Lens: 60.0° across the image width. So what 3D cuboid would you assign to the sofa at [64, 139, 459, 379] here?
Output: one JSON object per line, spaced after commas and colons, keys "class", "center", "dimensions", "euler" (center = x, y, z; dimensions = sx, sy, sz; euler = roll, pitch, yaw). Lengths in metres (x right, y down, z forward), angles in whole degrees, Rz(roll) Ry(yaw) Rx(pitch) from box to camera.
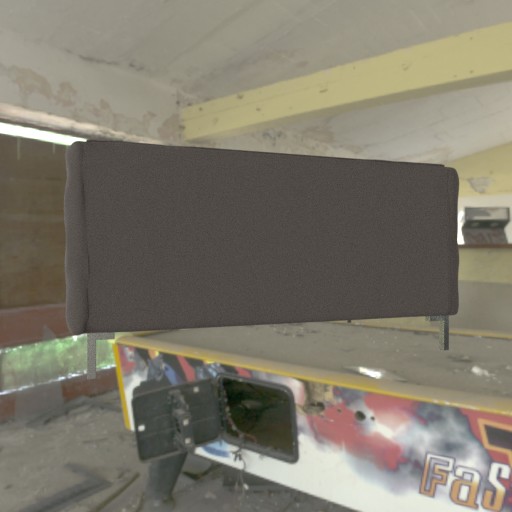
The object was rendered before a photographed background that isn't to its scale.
{"class": "sofa", "center": [0.000, 0.000, 2.077], "dimensions": [1.583, 0.810, 0.909], "euler": [0, 0, -18]}
